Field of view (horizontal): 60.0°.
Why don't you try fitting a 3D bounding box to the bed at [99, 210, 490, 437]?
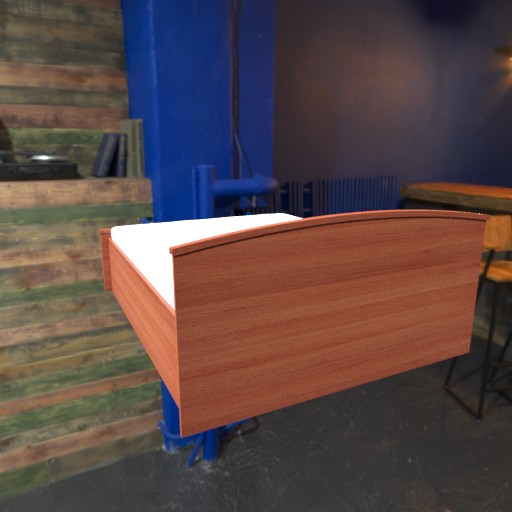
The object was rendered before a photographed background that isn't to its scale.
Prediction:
[{"bbox_3d":[0.000,0.000,2.904,1.683,0.848,2.053,-7,16,-26],"label":"bed"}]
